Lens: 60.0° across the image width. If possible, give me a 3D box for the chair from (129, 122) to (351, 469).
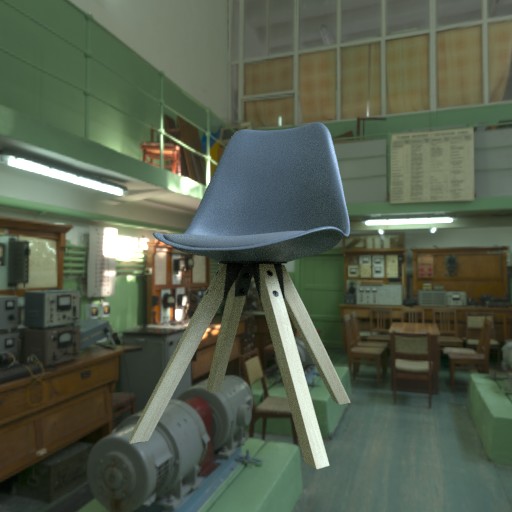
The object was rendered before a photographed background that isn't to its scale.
[{"bbox_3d":[0.000,0.000,1.179,0.485,0.850,0.550,-1,-2,18],"label":"chair"}]
